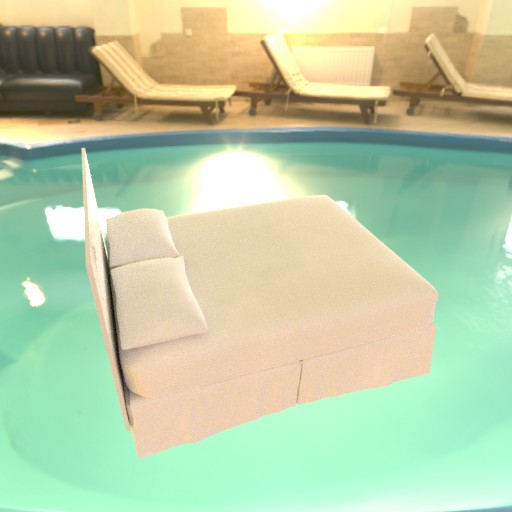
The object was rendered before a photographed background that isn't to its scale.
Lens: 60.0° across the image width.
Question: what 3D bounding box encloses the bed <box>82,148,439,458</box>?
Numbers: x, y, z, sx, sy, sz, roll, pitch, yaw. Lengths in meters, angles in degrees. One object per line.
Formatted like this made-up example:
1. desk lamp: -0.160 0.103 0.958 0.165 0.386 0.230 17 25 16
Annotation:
1. bed: 0.000 0.000 3.181 2.094 1.335 1.745 -10 34 -16
